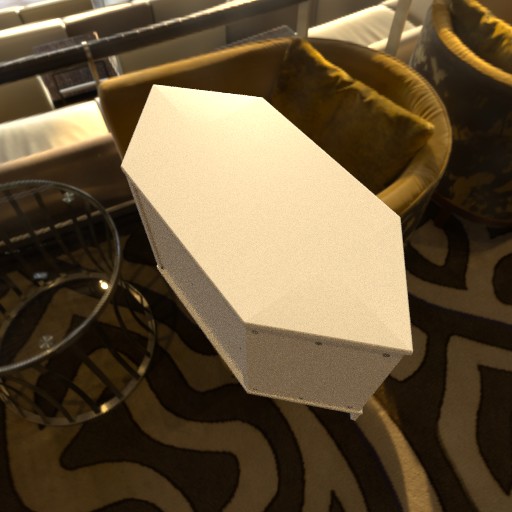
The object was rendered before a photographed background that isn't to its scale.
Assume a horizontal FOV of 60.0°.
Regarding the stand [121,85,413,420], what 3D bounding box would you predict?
[{"bbox_3d":[0.000,0.000,1.391,0.477,0.614,1.072,-32,63,-19],"label":"stand"}]
